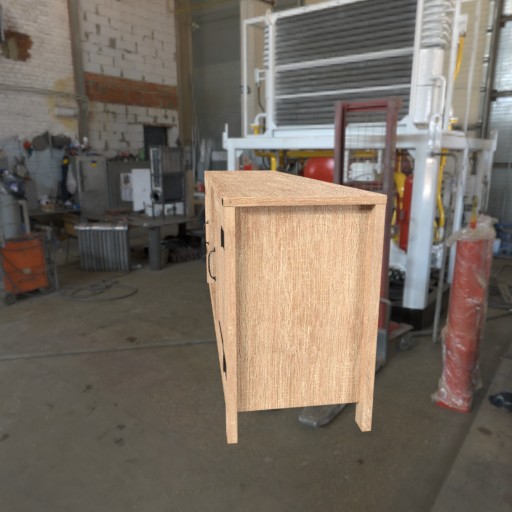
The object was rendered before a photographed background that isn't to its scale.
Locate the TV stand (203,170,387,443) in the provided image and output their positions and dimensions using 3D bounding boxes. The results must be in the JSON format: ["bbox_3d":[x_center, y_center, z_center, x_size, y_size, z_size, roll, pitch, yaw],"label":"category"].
[{"bbox_3d":[0.000,0.000,1.762,0.398,0.610,1.466,-2,13,-8],"label":"TV stand"}]
